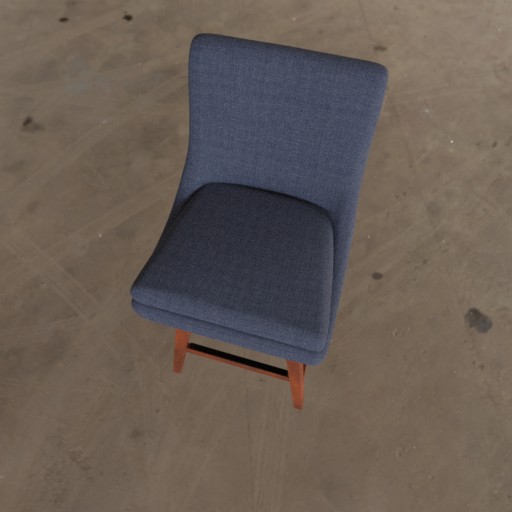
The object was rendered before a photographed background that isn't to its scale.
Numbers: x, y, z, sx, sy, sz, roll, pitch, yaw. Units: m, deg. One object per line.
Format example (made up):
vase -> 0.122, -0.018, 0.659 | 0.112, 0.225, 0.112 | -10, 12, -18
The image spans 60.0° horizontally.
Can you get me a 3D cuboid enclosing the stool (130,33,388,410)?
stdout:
stool -> 0.000, 0.000, 1.170 | 0.467, 0.895, 0.524 | 14, 59, 9
